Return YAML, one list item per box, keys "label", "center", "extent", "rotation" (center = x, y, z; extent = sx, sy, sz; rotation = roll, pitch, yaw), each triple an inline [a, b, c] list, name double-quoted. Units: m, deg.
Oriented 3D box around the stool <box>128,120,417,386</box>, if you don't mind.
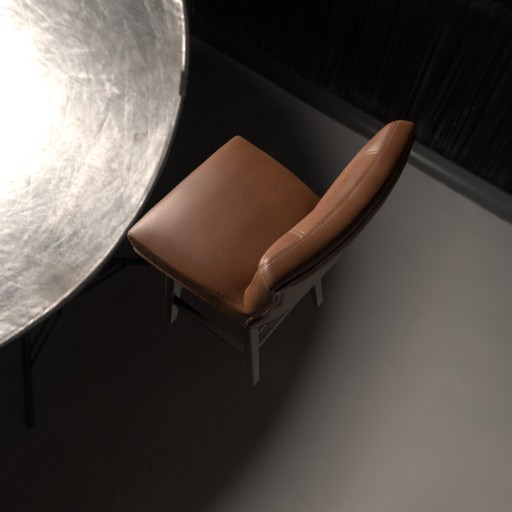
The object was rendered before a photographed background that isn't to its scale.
- label: "stool"
  center: [0.000, 0.000, 1.421]
  extent: [0.585, 1.094, 0.522]
  rotation: [36, 68, 17]
